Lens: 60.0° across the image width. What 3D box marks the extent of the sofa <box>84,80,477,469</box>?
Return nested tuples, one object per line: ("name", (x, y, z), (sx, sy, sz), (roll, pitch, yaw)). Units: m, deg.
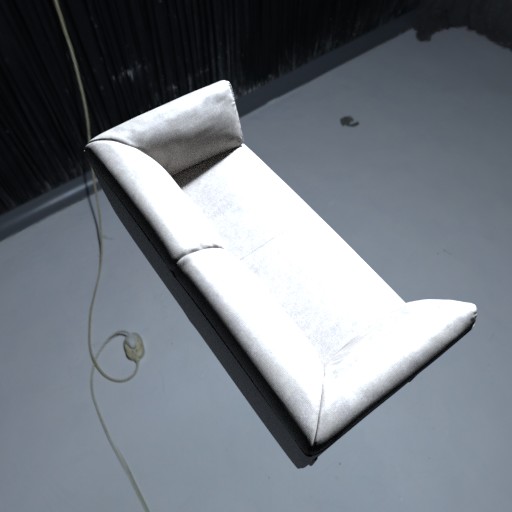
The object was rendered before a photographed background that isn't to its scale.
("sofa", (0.000, 0.000, 2.304), (0.905, 0.747, 1.878), (-32, 63, -18))
